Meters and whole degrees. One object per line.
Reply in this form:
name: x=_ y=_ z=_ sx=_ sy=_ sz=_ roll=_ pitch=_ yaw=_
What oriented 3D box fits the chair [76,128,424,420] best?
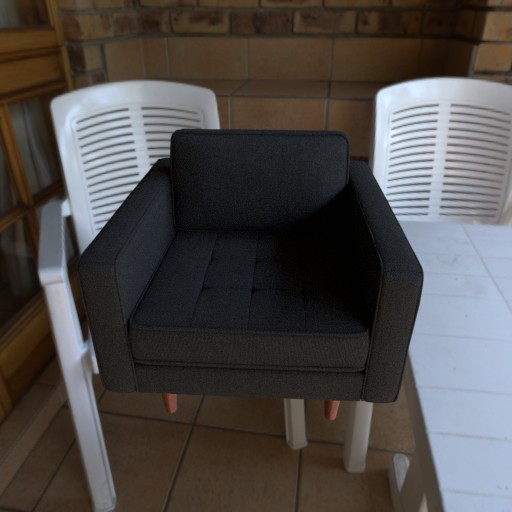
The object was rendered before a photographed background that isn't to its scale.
chair: x=0.000 y=0.000 z=1.576 sx=0.899 sy=0.770 sz=0.919 roll=2 pitch=30 yaw=3
